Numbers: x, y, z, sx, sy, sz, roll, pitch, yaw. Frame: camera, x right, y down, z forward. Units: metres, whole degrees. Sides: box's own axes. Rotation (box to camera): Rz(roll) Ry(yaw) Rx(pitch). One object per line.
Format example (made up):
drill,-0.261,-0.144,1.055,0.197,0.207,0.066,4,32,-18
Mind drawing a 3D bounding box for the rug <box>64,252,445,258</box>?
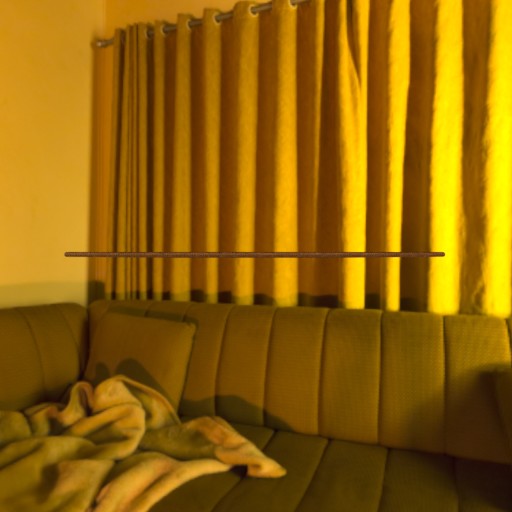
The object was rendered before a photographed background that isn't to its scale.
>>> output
rug,0.000,0.000,2.326,1.219,0.016,1.829,0,0,0
